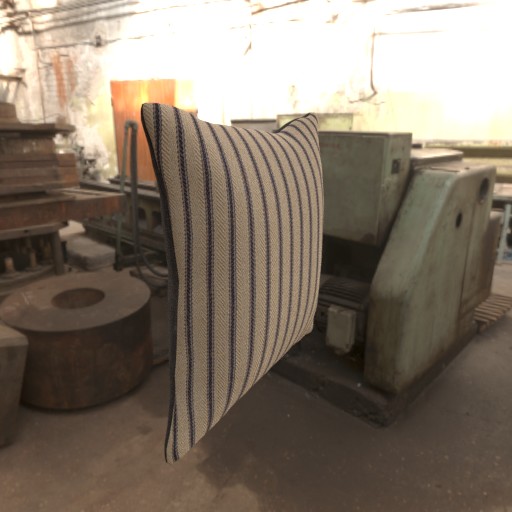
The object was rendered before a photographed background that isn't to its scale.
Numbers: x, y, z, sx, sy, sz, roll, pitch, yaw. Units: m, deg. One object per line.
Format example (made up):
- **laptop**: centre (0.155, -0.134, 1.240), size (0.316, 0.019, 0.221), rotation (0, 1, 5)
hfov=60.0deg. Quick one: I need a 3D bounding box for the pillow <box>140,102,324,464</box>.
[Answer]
- **pillow**: centre (0.000, 0.000, 0.698), size (0.138, 0.444, 0.468), rotation (9, 18, 28)
